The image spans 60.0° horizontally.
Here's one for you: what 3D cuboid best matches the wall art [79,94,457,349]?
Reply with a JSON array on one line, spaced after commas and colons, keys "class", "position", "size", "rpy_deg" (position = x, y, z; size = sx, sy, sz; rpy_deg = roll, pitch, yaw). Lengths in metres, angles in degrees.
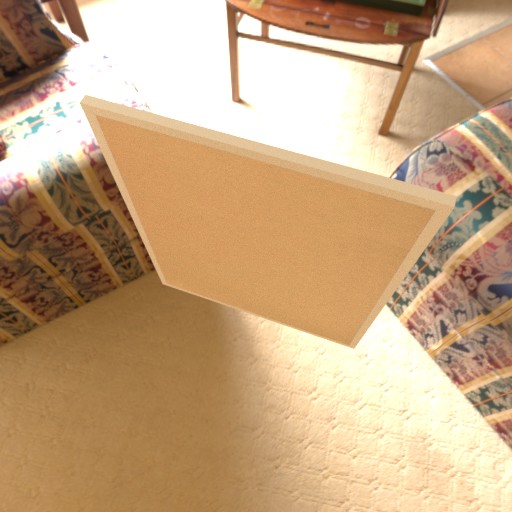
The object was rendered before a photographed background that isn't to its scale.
[{"class": "wall art", "position": [0.000, 0.000, 0.631], "size": [0.382, 0.456, 0.013], "rpy_deg": [18, 64, 9]}]
